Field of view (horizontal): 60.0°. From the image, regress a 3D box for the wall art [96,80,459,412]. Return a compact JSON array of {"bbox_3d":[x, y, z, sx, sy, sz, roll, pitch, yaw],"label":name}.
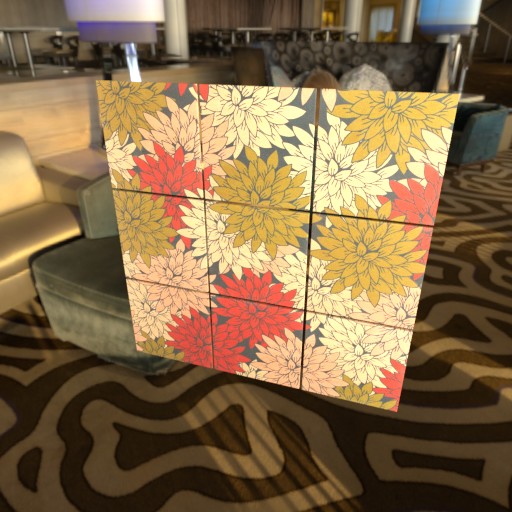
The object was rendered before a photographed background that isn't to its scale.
[{"bbox_3d":[0.000,0.000,2.134,1.519,1.534,0.013,9,28,16],"label":"wall art"}]
